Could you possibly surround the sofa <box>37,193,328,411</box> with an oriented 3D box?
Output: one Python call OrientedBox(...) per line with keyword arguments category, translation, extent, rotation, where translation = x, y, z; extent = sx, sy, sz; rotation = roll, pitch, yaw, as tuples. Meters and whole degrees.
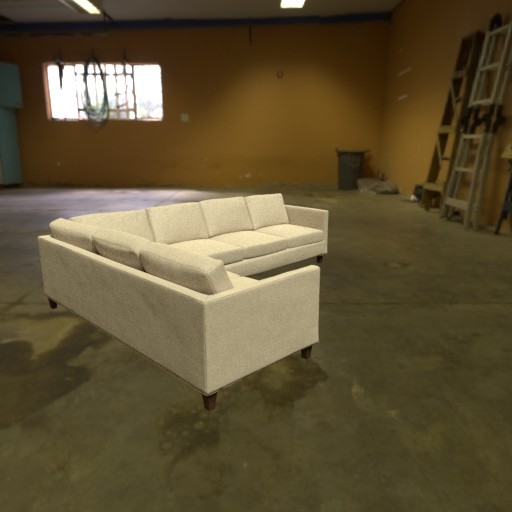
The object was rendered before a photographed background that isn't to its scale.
OrientedBox(category="sofa", translation=(0.000, 0.000, 4.300), extent=(2.432, 0.863, 3.182), rotation=(14, 20, 43))
